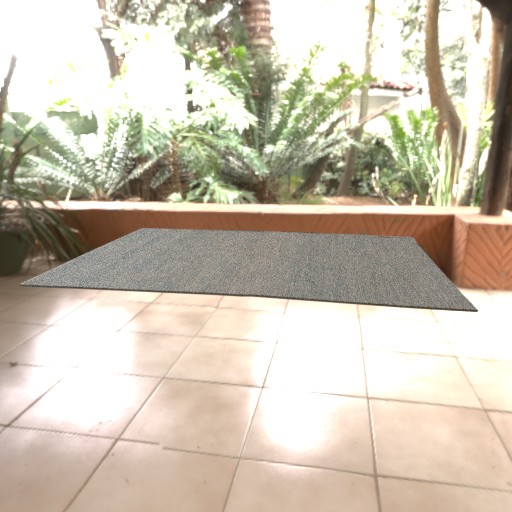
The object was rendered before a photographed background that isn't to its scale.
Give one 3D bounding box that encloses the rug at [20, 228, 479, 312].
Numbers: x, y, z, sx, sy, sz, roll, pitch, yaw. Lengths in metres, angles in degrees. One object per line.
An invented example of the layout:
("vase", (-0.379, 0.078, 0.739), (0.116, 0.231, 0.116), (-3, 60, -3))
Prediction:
("rug", (0.000, 0.000, 2.949), (2.306, 0.030, 1.613), (2, 15, 9))
